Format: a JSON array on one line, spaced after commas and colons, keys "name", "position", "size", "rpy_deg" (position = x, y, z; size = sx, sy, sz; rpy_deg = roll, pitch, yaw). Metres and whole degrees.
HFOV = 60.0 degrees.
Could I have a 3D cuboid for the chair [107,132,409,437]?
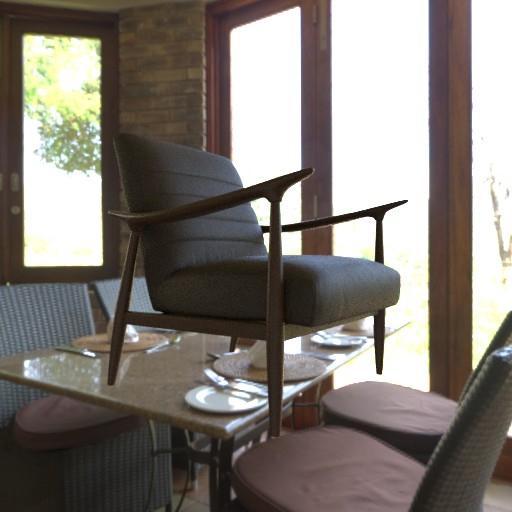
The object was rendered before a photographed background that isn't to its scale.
[{"name": "chair", "position": [0.000, 0.000, 1.465], "size": [0.798, 0.831, 0.741], "rpy_deg": [0, 0, 36]}]
